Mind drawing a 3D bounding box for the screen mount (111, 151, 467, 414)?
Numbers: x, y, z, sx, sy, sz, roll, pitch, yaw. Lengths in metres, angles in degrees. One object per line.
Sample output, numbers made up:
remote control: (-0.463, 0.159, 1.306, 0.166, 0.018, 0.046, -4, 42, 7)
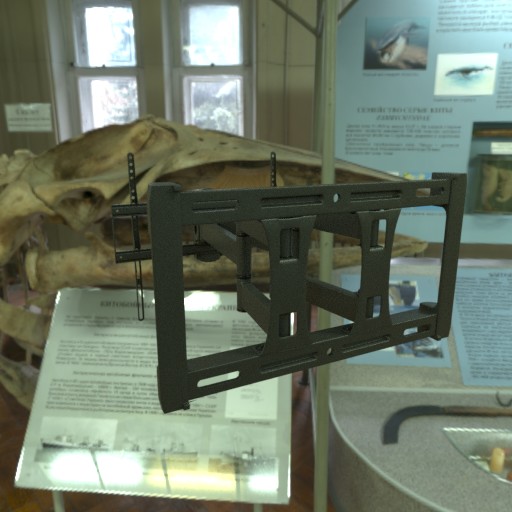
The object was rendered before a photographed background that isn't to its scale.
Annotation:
screen mount: (0.000, 0.000, 0.942, 0.571, 0.424, 0.556, -7, 16, -26)
